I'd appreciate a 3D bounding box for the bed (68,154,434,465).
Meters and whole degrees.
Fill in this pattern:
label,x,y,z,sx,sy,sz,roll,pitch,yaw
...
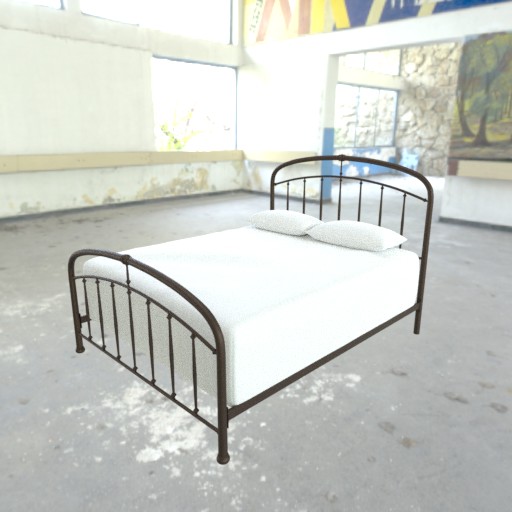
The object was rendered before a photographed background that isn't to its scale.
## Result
label,x,y,z,sx,sy,sz,roll,pitch,yaw
bed,0.000,0.000,3.325,1.711,1.425,2.180,15,21,43
